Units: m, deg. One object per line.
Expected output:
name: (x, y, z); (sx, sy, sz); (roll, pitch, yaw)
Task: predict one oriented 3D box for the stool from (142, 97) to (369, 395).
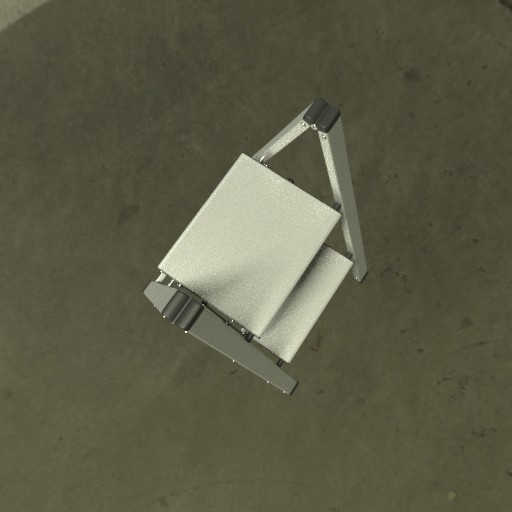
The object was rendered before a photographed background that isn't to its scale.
stool: (0.000, 0.000, 1.013); (0.535, 0.670, 0.440); (33, 79, 8)
